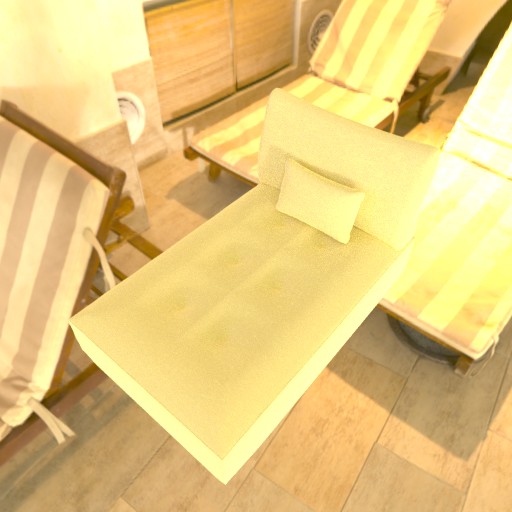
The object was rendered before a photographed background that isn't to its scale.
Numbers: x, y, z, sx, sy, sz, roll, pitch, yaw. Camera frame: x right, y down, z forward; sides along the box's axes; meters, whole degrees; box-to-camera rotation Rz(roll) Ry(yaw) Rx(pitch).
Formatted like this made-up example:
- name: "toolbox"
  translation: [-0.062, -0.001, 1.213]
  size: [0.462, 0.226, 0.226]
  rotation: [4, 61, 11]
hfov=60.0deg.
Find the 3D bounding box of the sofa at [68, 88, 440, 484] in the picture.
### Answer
- name: "sofa"
  translation: [0.000, 0.000, 1.992]
  size: [0.930, 0.820, 1.450]
  rotation: [31, 53, 27]
